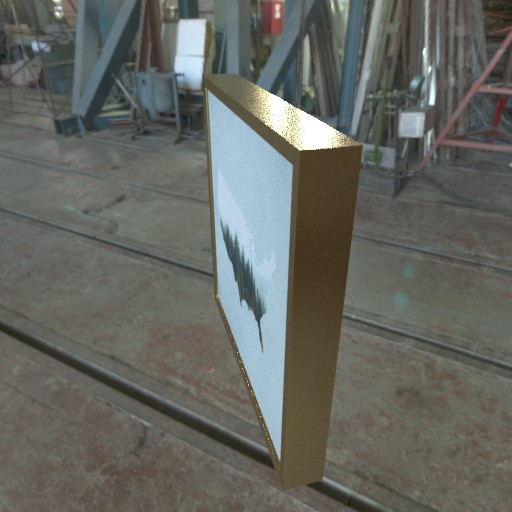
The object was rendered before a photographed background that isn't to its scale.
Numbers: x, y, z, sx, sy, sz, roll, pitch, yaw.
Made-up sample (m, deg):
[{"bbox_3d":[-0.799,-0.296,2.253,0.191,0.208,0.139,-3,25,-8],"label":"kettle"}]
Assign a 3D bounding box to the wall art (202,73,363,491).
[{"bbox_3d":[0.000,0.000,0.447,0.038,0.304,0.304,-8,31,-14],"label":"wall art"}]
